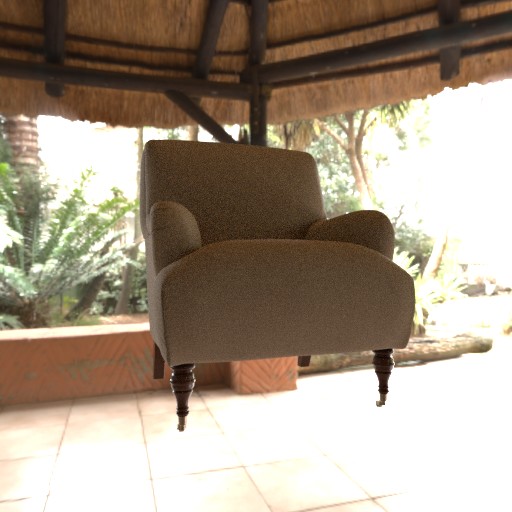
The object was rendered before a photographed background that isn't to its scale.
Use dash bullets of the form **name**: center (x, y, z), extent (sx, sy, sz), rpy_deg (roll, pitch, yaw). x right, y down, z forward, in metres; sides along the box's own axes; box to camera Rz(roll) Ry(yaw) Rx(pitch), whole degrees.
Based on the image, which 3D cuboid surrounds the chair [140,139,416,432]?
- **chair**: center (0.000, 0.000, 1.555), extent (0.766, 0.942, 0.842), rpy_deg (0, -1, -18)
